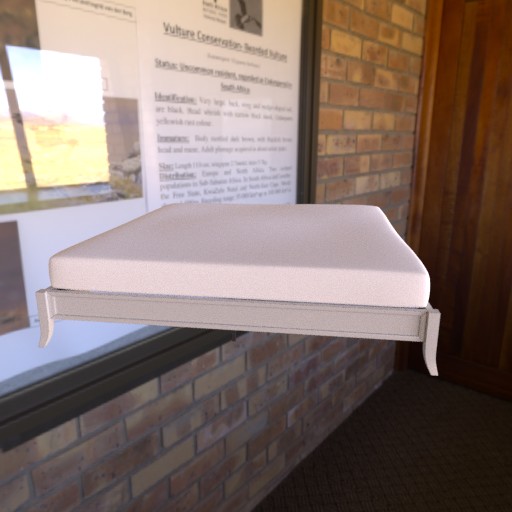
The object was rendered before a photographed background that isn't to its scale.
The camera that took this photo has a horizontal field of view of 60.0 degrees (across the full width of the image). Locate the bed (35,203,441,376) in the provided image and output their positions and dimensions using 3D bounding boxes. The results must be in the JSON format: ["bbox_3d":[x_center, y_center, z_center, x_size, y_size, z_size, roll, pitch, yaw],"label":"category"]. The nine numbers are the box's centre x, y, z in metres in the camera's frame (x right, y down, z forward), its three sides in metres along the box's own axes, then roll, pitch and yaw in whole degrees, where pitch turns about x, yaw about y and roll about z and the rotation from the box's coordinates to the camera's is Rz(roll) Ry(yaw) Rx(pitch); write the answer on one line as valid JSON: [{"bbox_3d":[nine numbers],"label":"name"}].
[{"bbox_3d":[0.000,0.000,3.130,2.007,0.510,2.108,2,15,8],"label":"bed"}]
